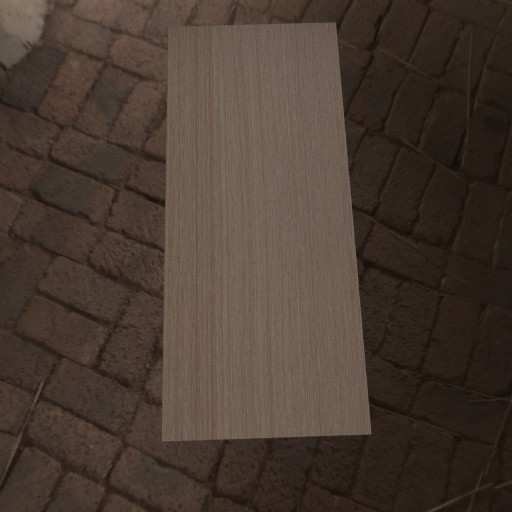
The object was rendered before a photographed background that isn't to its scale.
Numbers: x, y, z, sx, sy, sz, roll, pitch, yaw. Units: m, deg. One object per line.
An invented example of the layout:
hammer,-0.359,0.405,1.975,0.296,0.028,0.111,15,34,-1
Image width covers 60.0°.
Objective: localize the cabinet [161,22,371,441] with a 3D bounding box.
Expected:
cabinet,0.000,0.000,1.582,0.470,1.016,1.057,-2,77,0
